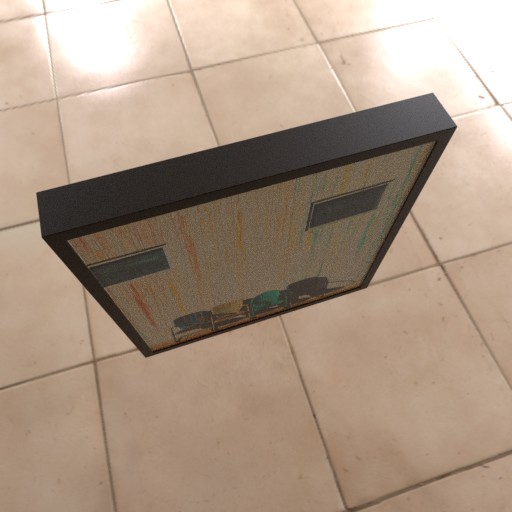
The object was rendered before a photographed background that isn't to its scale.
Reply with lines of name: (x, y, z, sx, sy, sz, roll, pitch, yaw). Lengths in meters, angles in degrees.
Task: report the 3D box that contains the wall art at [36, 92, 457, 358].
wall art: (0.000, 0.000, 0.450, 0.304, 0.304, 0.038, -16, 64, -8)
